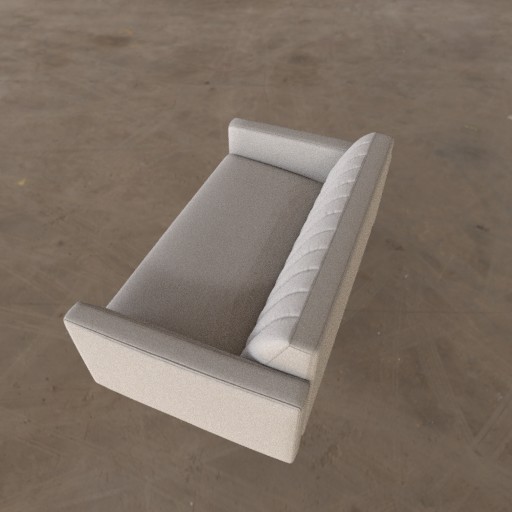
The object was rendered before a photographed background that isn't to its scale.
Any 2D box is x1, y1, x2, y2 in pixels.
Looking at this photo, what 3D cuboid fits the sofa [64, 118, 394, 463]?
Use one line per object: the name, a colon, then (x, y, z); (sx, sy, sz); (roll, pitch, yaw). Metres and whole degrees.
sofa: (0.000, 0.000, 2.171); (0.950, 0.801, 1.585); (17, 49, 15)
